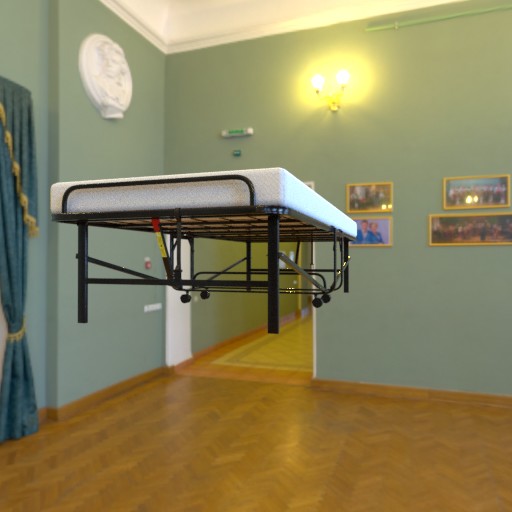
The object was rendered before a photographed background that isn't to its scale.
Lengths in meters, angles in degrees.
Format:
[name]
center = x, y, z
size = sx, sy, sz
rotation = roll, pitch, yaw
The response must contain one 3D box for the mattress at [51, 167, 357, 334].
[mattress]
center = 0.000, 0.000, 2.447
size = 0.922, 0.519, 2.153
rotation = 0, -1, 19
